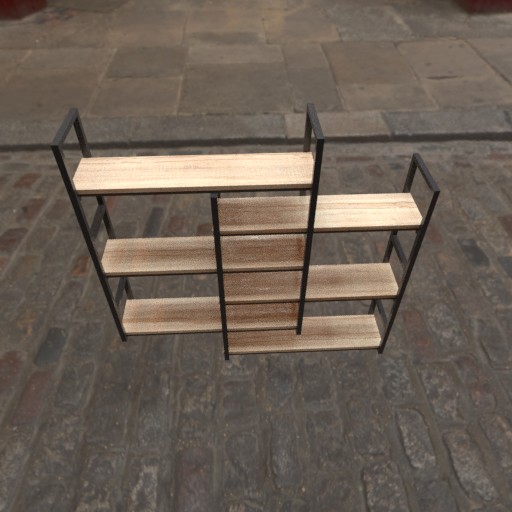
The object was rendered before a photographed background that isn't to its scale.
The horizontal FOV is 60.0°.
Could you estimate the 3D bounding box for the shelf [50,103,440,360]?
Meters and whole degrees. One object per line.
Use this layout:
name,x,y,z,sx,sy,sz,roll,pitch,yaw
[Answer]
shelf,0.000,0.000,1.402,0.946,0.921,0.183,-2,45,-2
